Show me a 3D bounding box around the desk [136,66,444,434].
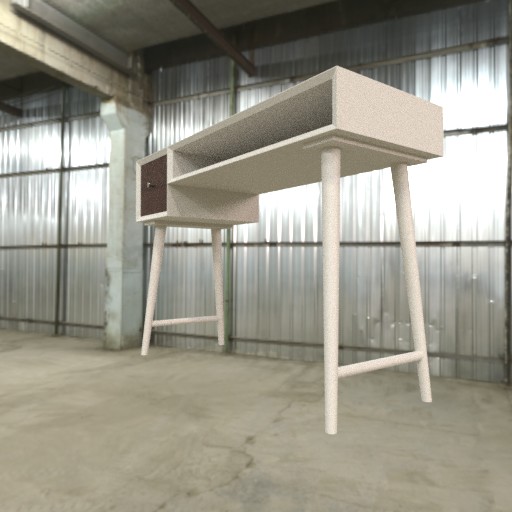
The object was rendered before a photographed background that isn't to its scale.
[{"bbox_3d":[0.000,0.000,1.443,0.409,0.761,1.069,1,-1,-37],"label":"desk"}]
